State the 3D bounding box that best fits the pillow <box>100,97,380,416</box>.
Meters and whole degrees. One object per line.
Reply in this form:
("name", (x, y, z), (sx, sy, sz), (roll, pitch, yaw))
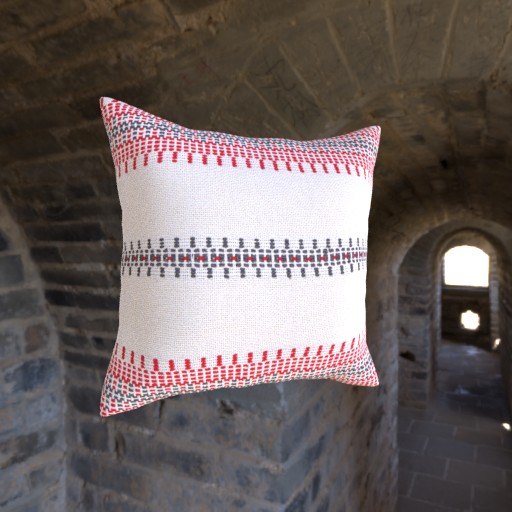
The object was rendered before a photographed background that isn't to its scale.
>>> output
("pillow", (0.000, 0.000, 0.697), (0.463, 0.454, 0.160), (0, 0, -19))
